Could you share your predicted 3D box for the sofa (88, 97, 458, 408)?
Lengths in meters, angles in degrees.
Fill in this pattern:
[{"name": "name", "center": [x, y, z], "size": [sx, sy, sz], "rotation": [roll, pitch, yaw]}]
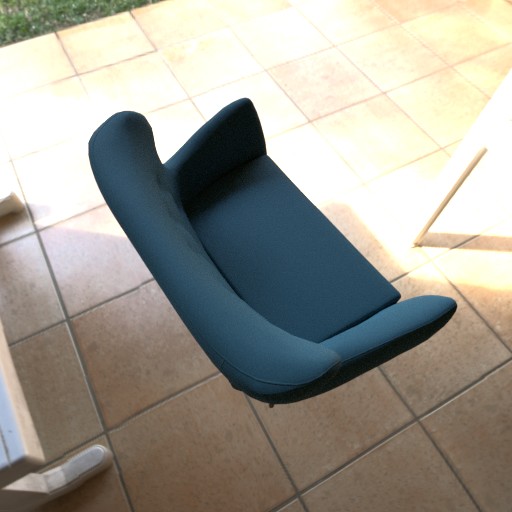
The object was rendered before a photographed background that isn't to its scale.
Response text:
[{"name": "sofa", "center": [0.000, 0.000, 1.912], "size": [0.889, 0.889, 1.397], "rotation": [-31, 64, -17]}]
